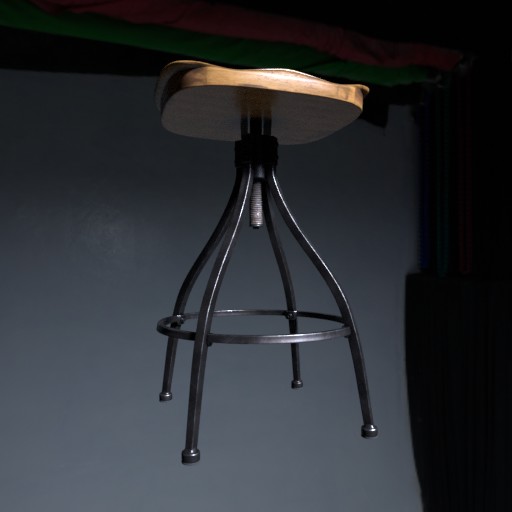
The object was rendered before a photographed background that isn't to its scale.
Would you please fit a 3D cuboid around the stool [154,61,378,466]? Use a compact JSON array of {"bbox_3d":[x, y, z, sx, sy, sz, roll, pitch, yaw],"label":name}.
[{"bbox_3d":[0.000,0.000,0.964,0.432,0.694,0.424,0,-1,-18],"label":"stool"}]
